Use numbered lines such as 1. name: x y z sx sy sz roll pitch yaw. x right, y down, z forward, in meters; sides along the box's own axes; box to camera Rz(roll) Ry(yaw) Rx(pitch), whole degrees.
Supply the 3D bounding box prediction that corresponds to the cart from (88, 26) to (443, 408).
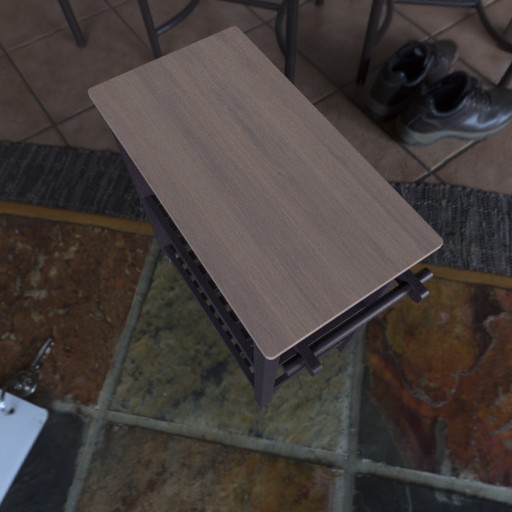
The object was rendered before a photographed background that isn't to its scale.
1. cart: 0.000 0.000 1.446 0.457 0.927 0.899 -31 67 -14
